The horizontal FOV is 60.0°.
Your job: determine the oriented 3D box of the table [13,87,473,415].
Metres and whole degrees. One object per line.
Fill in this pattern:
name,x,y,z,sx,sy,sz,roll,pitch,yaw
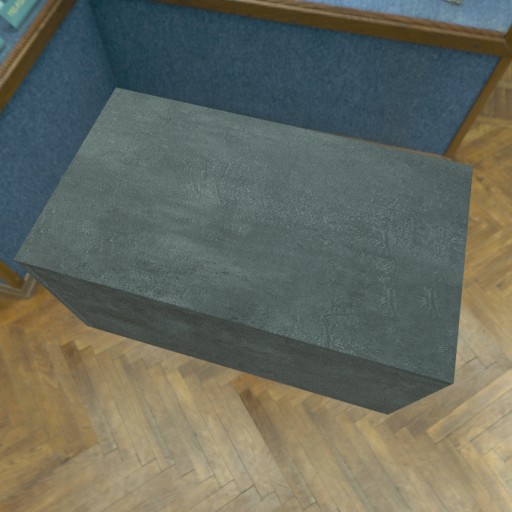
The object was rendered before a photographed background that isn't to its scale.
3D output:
table,0.000,0.000,0.914,0.700,0.350,0.400,15,64,7
